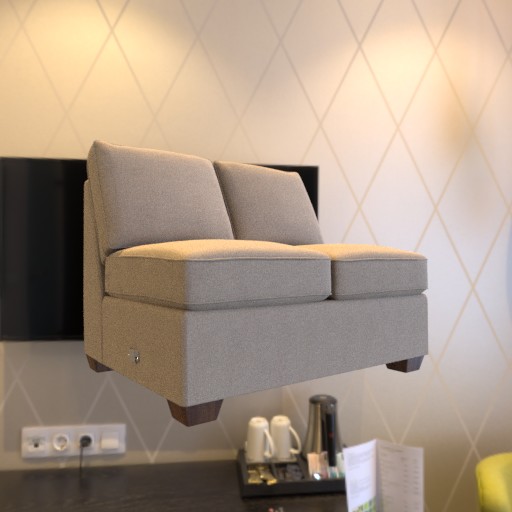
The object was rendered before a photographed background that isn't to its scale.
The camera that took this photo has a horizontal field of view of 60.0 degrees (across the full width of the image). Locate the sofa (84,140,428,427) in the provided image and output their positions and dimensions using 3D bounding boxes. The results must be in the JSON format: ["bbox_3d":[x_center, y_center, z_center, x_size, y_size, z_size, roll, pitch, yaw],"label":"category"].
[{"bbox_3d":[0.000,0.000,1.970,1.232,1.006,0.978,1,-1,-37],"label":"sofa"}]
